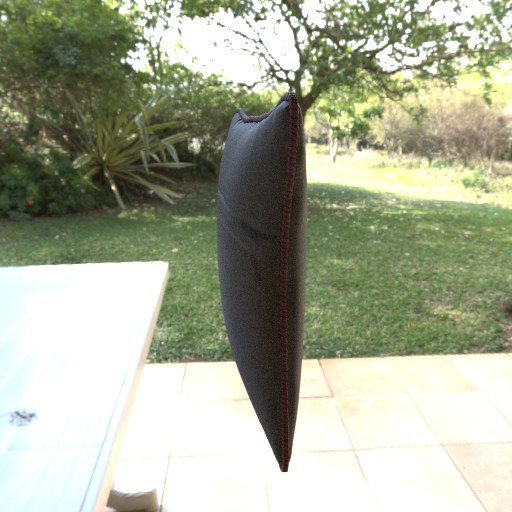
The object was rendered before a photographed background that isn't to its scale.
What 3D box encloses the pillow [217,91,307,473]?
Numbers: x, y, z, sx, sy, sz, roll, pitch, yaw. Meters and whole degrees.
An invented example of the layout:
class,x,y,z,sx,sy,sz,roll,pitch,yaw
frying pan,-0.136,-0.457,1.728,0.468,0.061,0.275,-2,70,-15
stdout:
class,x,y,z,sx,sy,sz,roll,pitch,yaw
pillow,0.000,0.000,0.746,0.124,0.491,0.482,-3,17,-9
